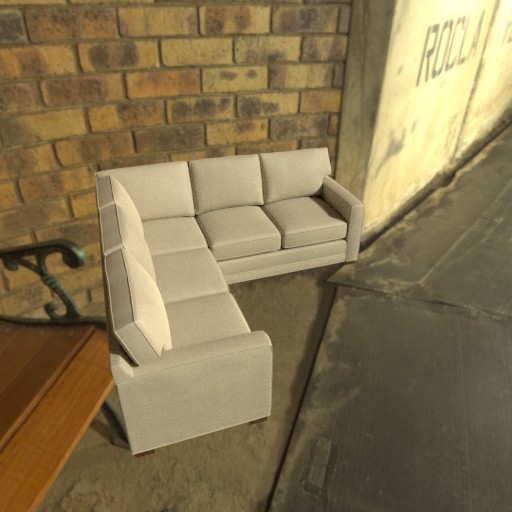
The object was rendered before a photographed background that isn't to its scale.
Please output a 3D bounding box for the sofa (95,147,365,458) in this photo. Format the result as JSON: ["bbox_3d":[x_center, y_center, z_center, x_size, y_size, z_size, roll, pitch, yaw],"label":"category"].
[{"bbox_3d":[0.000,0.000,3.362,2.189,0.939,2.182,-10,33,-16],"label":"sofa"}]
